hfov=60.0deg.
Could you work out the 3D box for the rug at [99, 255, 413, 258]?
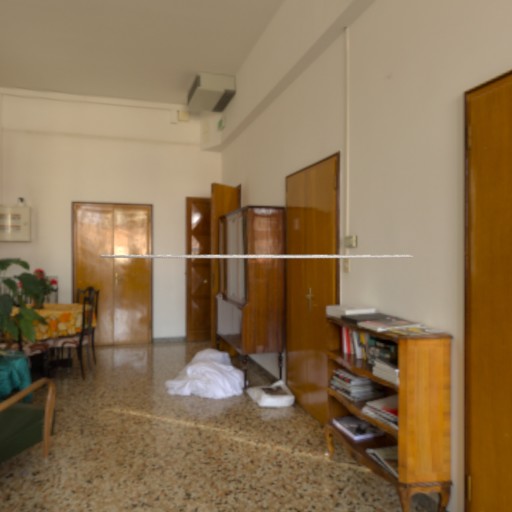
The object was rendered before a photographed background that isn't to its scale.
[{"bbox_3d":[0.000,0.000,2.386,1.593,0.012,1.593,0,0,0],"label":"rug"}]
